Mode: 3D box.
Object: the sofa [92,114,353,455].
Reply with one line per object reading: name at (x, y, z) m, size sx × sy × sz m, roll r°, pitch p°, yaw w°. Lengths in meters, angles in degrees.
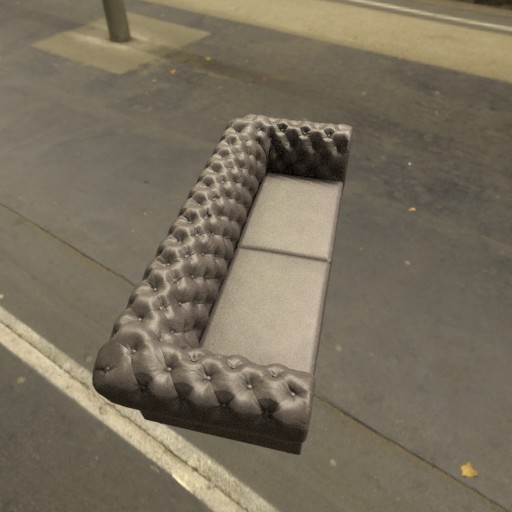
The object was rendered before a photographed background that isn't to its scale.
sofa at (0.000, 0.000, 2.742) m, size 0.944 × 0.783 × 2.385 m, roll 9°, pitch 45°, yaw 9°
